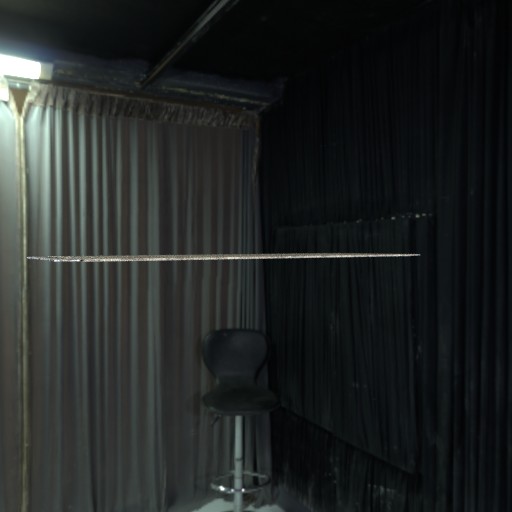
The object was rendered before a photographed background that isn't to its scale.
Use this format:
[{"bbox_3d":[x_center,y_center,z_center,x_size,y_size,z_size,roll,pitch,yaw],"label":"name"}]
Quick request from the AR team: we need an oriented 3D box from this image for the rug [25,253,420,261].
[{"bbox_3d":[0.000,0.000,2.969,2.664,0.011,0.762,-1,1,-36],"label":"rug"}]
